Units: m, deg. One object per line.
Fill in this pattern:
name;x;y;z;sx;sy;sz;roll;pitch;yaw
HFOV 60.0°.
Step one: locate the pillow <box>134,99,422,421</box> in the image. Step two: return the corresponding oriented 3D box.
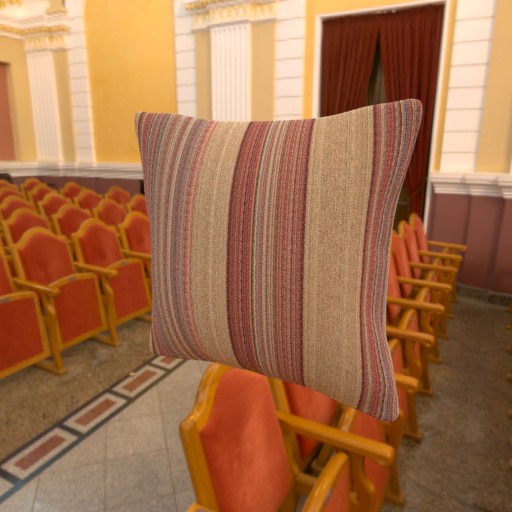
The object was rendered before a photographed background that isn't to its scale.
pillow;0.000;0.000;0.650;0.437;0.419;0.136;8;16;27
